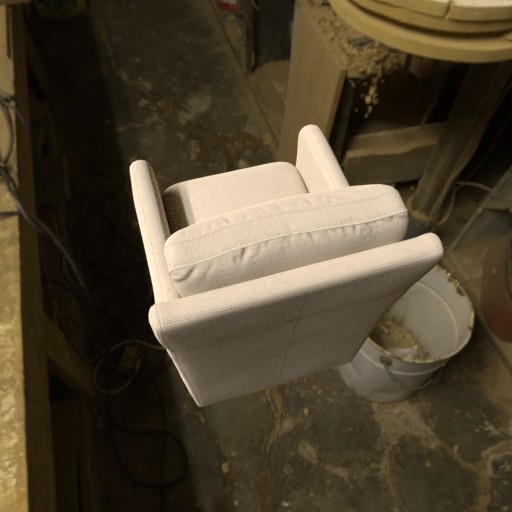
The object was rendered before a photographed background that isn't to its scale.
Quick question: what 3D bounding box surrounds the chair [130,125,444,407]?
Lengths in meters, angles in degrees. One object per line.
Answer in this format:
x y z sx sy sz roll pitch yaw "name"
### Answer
0.000 0.000 1.335 0.626 0.914 0.694 -14 58 -9 "chair"
